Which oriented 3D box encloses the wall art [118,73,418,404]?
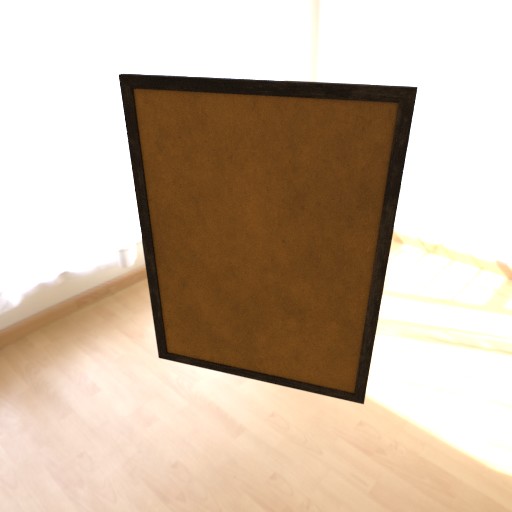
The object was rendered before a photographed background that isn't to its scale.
[{"bbox_3d":[0.000,0.000,1.431,0.812,1.066,0.029,9,31,15],"label":"wall art"}]
